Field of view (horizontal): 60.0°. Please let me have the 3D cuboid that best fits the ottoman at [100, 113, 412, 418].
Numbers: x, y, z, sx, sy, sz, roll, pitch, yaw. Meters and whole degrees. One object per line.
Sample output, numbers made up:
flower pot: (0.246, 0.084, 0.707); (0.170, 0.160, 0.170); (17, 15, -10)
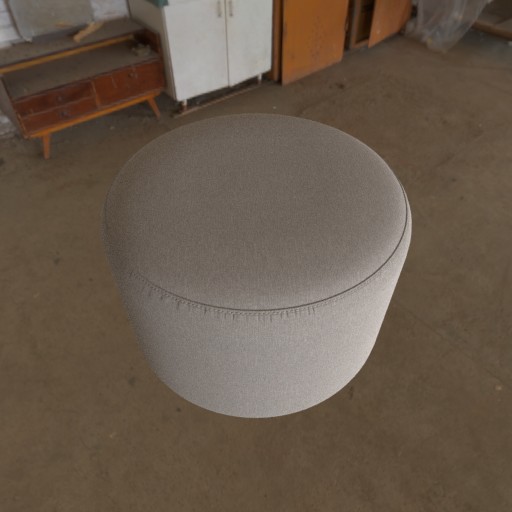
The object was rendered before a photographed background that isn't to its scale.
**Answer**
ottoman: (0.000, 0.000, 1.000); (0.608, 0.433, 0.608); (0, 47, 0)
